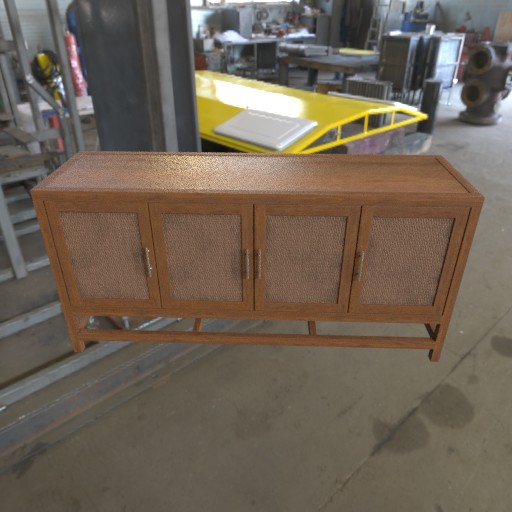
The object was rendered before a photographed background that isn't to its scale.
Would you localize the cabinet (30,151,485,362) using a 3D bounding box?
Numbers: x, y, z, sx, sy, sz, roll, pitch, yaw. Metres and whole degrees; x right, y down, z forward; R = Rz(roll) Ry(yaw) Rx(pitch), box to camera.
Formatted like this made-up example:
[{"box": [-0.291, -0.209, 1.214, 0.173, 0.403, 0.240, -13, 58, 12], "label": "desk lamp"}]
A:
[{"box": [0.000, 0.000, 2.073, 1.708, 0.820, 0.522, 1, 30, 2], "label": "cabinet"}]
